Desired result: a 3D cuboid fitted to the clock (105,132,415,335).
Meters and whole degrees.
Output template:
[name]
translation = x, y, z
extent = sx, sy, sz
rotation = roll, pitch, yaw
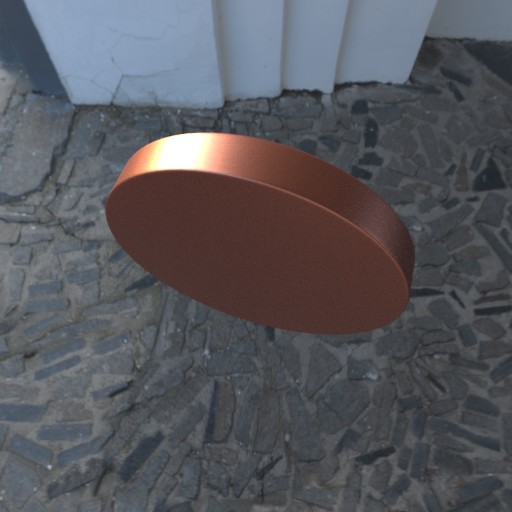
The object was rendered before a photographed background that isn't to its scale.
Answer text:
[clock]
translation = 0.000, 0.000, 0.466
extent = 0.313, 0.313, 0.040
rotation = 15, 64, 8
